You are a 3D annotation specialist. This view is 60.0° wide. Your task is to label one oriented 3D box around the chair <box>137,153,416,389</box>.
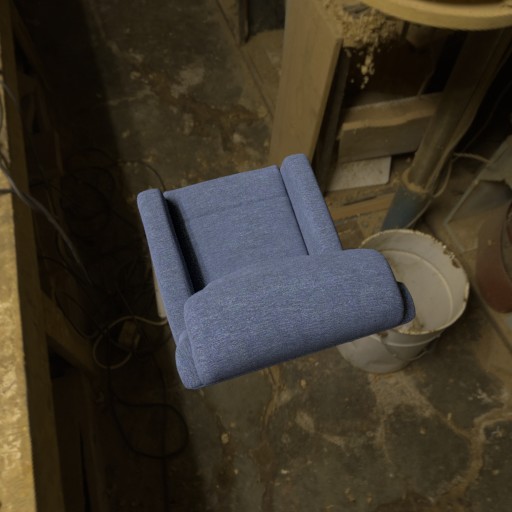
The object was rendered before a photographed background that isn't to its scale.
[{"bbox_3d":[0.000,0.000,1.734,0.798,1.013,1.043,-15,62,-9],"label":"chair"}]
